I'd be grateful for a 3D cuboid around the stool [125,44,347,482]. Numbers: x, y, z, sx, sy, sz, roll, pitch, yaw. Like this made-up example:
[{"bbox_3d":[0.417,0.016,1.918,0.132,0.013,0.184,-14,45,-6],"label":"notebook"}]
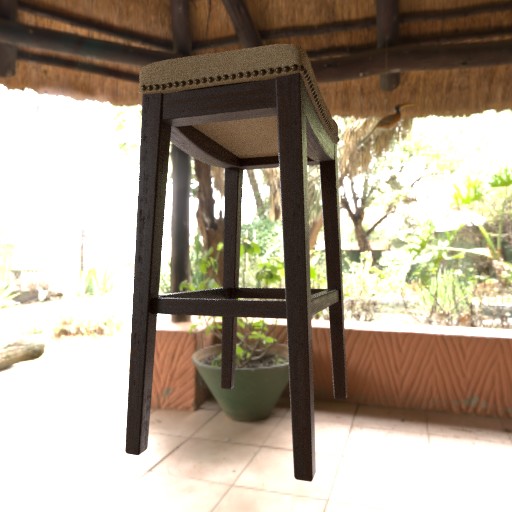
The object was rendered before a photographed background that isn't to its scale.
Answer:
[{"bbox_3d":[0.000,0.000,1.042,0.363,0.768,0.509,0,-1,18],"label":"stool"}]
